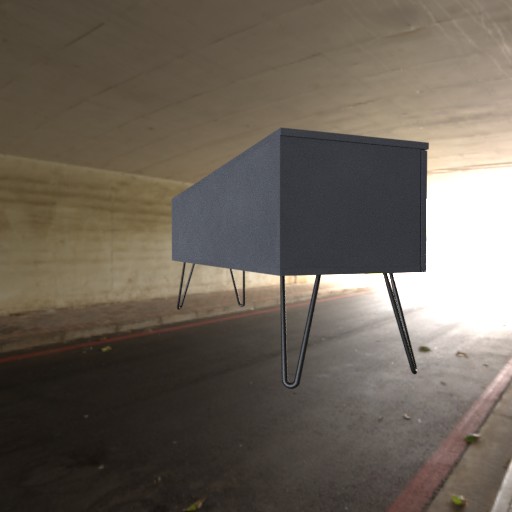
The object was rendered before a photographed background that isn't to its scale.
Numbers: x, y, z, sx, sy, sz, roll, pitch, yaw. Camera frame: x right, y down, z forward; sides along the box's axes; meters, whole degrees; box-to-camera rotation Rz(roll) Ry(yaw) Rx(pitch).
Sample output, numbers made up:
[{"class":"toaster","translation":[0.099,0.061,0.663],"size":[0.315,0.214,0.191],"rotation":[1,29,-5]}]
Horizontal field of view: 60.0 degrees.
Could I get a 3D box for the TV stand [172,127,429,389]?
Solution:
[{"class":"TV stand","translation":[0.000,0.000,1.659],"size":[0.400,0.560,1.400],"rotation":[0,1,-20]}]
